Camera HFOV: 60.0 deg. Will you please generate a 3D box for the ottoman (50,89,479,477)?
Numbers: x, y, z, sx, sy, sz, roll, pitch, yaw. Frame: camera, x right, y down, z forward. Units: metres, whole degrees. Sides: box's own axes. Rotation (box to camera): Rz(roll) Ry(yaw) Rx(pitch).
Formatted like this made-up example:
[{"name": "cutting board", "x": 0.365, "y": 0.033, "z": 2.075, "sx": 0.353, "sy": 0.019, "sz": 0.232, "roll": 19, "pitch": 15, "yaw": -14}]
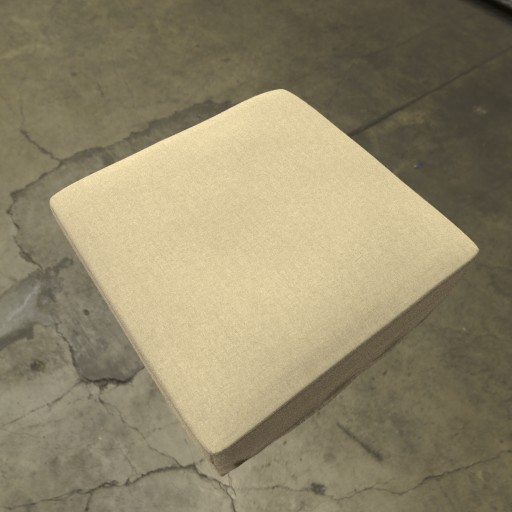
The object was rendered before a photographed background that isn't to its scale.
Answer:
[{"name": "ottoman", "x": 0.000, "y": 0.000, "z": 1.293, "sx": 0.843, "sy": 0.436, "sz": 0.840, "roll": -32, "pitch": 62, "yaw": -19}]
